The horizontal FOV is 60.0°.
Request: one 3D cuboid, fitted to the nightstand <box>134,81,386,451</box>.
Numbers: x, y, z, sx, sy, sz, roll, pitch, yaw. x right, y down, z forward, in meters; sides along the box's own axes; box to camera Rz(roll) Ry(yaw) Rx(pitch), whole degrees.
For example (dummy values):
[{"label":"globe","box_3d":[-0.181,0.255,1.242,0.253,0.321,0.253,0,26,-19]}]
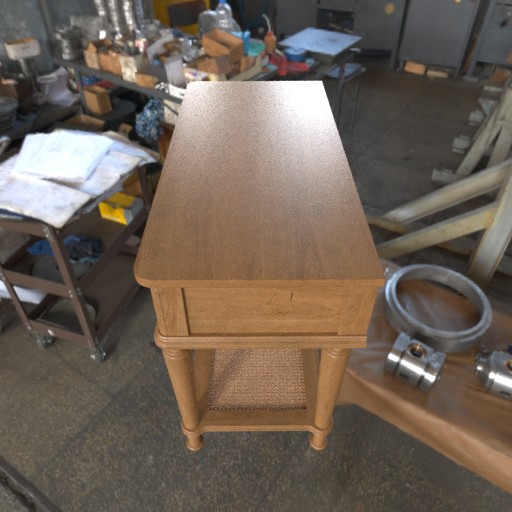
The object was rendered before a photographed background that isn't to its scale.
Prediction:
[{"label":"nightstand","box_3d":[0.000,0.000,1.321,0.432,0.700,0.914,0,41,0]}]
